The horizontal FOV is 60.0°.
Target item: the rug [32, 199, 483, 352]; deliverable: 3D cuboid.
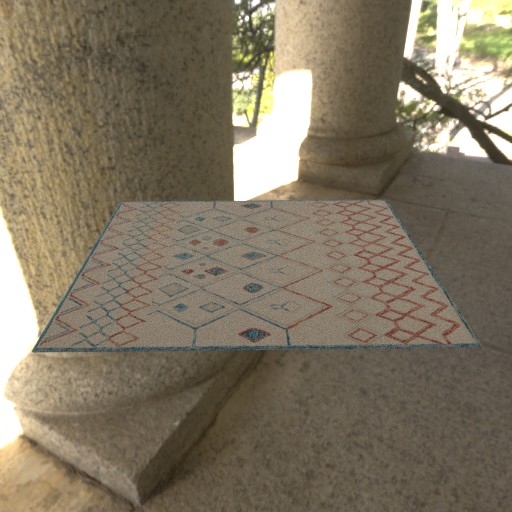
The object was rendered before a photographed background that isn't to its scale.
[{"bbox_3d":[0.000,0.000,4.031,3.050,0.016,2.441,0,31,-1],"label":"rug"}]
